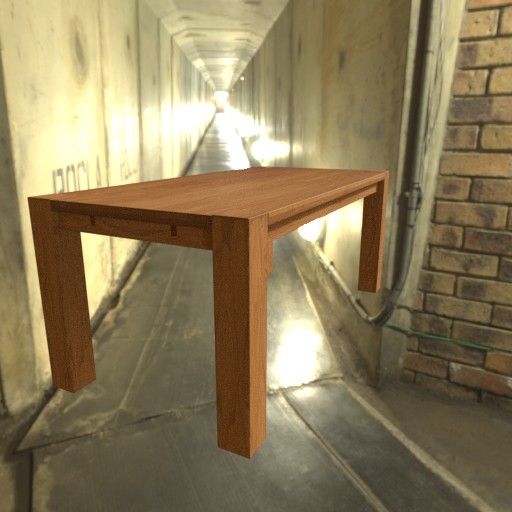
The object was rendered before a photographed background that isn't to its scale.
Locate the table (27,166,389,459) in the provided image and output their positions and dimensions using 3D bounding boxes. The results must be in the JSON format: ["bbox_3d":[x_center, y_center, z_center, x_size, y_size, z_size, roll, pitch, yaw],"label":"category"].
[{"bbox_3d":[0.000,0.000,2.248,0.900,0.760,1.800,8,17,27],"label":"table"}]
